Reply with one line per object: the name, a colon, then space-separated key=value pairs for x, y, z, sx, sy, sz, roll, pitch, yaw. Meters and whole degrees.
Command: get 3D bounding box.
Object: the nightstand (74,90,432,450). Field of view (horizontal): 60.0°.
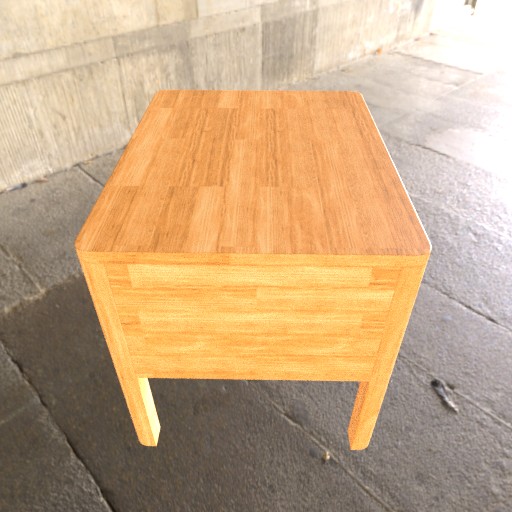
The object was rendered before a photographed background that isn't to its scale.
nightstand: x=0.000 y=0.000 z=0.896 sx=0.440 sy=0.470 sz=0.560 roll=1 pitch=40 yaw=1
